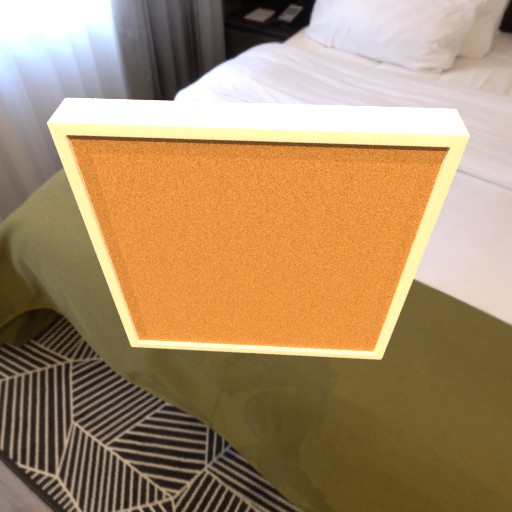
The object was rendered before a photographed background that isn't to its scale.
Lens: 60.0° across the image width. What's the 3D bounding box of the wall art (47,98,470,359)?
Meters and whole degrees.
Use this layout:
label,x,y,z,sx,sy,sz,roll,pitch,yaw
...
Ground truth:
label,x,y,z,sx,sy,sz,roll,pitch,yaw
wall art,0.000,0.000,0.441,0.305,0.305,0.038,2,47,2
